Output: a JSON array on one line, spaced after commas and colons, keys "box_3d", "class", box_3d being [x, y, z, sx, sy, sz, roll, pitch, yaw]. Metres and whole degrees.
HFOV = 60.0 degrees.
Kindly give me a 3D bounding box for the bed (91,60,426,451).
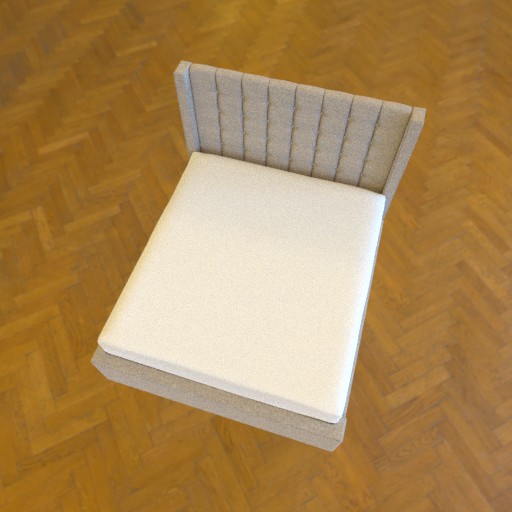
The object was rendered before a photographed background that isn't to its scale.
[{"box_3d": [0.000, 0.000, 3.743, 2.044, 1.748, 2.372, 15, 60, 9], "class": "bed"}]
